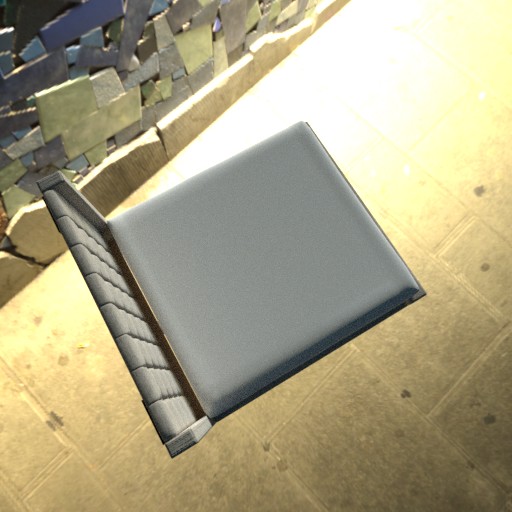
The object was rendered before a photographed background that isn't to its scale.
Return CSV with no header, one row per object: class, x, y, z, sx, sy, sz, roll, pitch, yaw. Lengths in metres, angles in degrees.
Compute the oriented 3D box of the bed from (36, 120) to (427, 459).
bed,0.000,0.000,3.804,2.372,1.748,2.044,-29,77,-8
